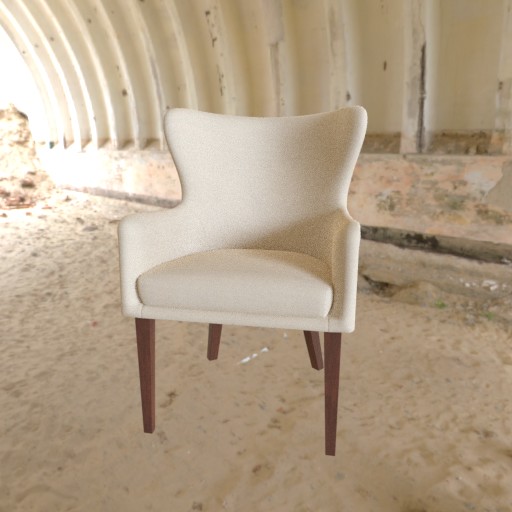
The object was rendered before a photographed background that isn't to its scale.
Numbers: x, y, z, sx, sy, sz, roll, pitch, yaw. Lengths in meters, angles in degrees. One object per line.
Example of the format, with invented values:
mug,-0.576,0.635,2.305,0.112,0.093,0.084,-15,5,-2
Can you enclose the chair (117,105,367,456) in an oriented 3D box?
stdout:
chair,0.000,0.000,1.514,0.696,0.990,0.744,3,15,10
